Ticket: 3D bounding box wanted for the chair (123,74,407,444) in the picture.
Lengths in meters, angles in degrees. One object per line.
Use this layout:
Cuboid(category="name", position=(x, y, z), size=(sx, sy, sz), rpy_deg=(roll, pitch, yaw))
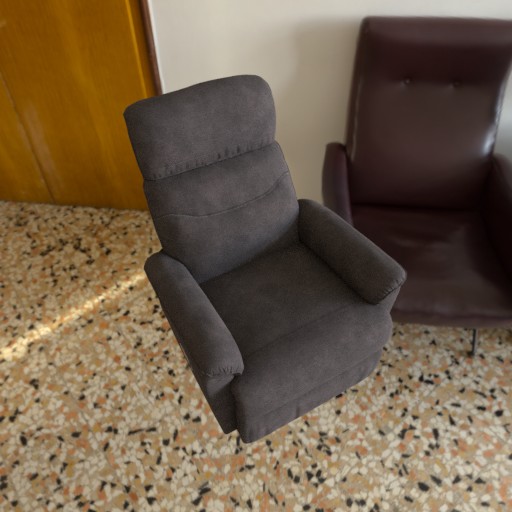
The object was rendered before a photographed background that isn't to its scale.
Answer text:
Cuboid(category="chair", position=(0.000, 0.000, 1.745), size=(0.830, 1.035, 1.009), rpy_deg=(-22, 50, -20))
